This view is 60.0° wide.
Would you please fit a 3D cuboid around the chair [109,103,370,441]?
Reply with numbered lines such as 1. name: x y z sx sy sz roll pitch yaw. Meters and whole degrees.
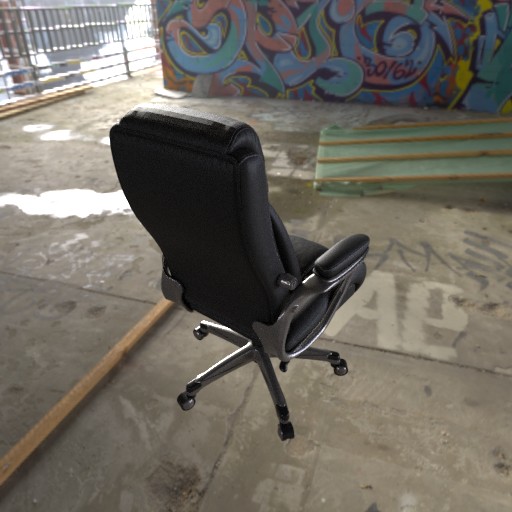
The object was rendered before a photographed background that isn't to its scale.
1. chair: 0.000 0.000 1.653 0.741 1.167 0.784 22 37 32
